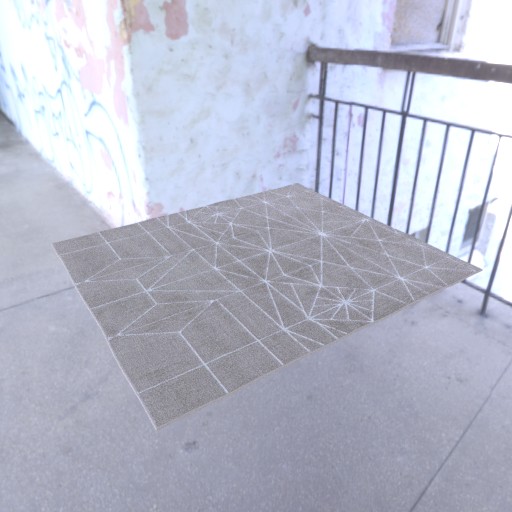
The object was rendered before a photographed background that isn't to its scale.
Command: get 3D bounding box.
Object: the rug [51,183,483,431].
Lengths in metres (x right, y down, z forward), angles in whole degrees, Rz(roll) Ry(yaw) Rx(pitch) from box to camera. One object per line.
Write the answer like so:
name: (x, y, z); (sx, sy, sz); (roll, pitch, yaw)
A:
rug: (0.000, 0.000, 0.857); (0.639, 0.006, 0.548); (-18, 34, -29)
